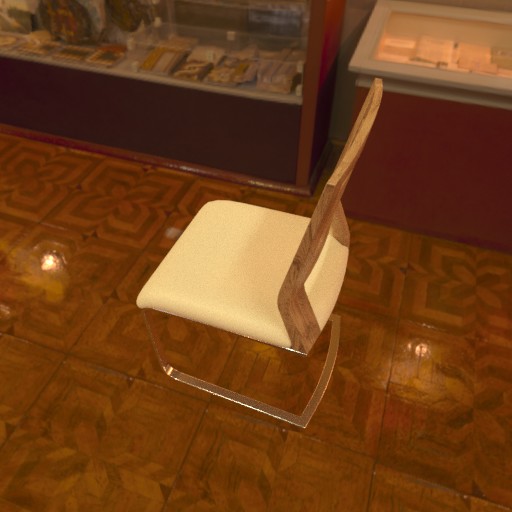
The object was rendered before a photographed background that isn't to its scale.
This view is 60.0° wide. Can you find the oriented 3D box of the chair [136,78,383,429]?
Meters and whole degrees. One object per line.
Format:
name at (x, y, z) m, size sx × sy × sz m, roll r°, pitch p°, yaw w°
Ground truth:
chair at (0.000, 0.000, 1.250) m, size 0.561 × 0.955 × 0.457 m, roll 16°, pitch 49°, yaw 15°
